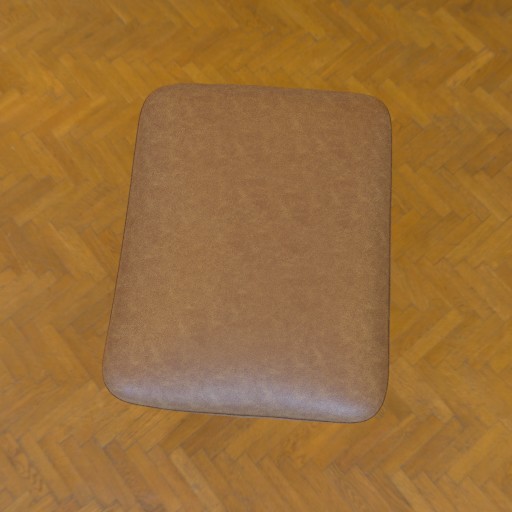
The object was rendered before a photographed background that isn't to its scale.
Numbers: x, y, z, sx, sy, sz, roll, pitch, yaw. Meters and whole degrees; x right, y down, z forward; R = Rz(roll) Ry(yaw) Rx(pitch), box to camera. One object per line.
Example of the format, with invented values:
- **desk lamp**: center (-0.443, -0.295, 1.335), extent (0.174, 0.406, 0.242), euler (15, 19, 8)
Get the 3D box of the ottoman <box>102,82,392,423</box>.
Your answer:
- **ottoman**: center (0.000, 0.000, 1.132), extent (0.593, 0.478, 0.747), euler (4, 77, 1)
